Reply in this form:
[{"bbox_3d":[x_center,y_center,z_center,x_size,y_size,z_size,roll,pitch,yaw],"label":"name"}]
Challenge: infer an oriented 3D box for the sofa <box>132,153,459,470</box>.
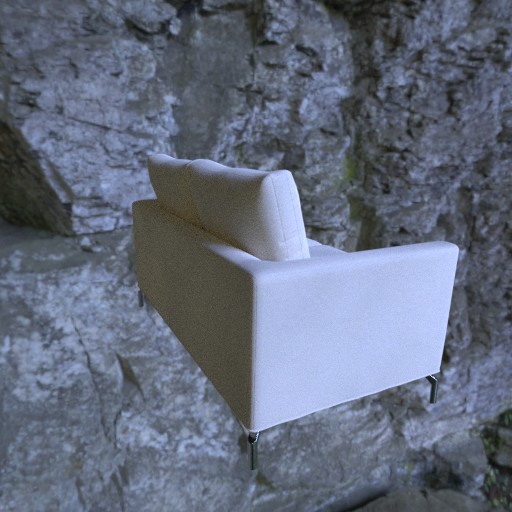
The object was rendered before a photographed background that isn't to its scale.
[{"bbox_3d":[0.000,0.000,2.298,0.906,0.995,1.739,-8,17,-26],"label":"sofa"}]
